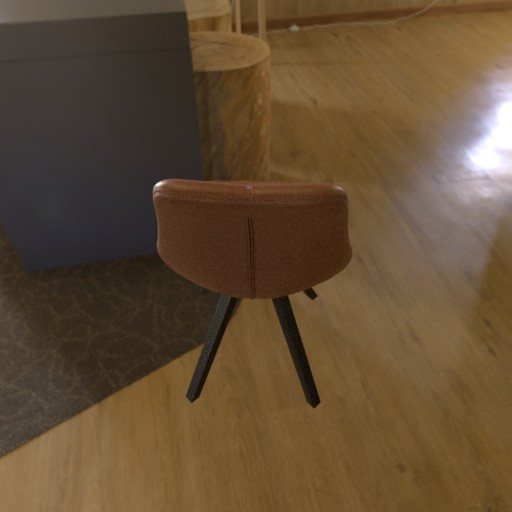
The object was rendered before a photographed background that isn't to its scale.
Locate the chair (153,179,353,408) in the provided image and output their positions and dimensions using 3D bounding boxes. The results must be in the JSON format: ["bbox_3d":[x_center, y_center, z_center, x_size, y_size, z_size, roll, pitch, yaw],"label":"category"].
[{"bbox_3d":[0.000,0.000,1.180,0.475,0.850,0.550,2,46,2],"label":"chair"}]
